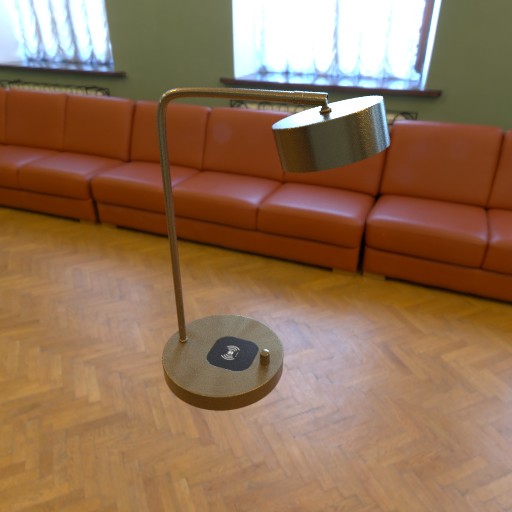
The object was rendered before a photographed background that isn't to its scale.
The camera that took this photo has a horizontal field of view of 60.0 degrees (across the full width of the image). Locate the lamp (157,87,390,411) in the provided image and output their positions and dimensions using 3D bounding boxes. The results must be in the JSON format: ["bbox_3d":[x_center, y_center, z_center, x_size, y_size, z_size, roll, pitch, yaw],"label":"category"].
[{"bbox_3d":[0.000,0.000,0.532,0.270,0.380,0.171,11,31,18],"label":"lamp"}]
